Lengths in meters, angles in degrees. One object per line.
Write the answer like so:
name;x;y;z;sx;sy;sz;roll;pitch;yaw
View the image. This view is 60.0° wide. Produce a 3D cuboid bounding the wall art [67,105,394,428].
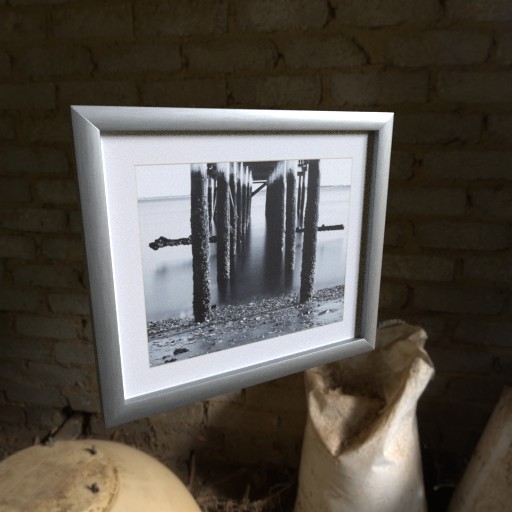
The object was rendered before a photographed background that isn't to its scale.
wall art;0.000;0.000;0.528;0.380;0.330;0.028;-8;18;-27
